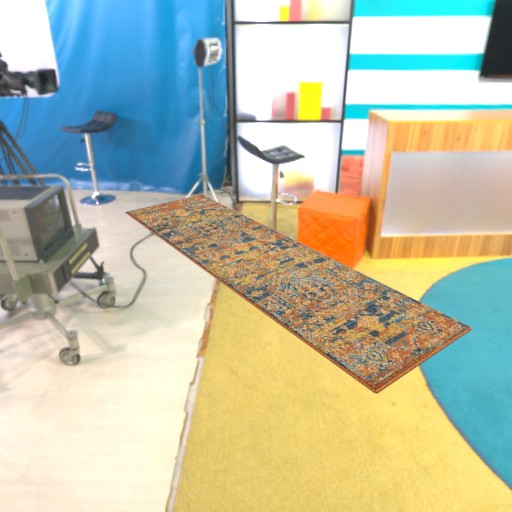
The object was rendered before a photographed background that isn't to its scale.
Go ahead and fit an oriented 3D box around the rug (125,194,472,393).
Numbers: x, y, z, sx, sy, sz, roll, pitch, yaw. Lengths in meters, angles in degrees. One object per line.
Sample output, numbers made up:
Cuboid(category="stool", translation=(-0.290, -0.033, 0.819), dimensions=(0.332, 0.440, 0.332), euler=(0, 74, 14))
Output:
Cuboid(category="rug", translation=(0.000, 0.000, 2.570), dimensions=(0.651, 0.016, 2.274), euler=(-19, 32, -33))
